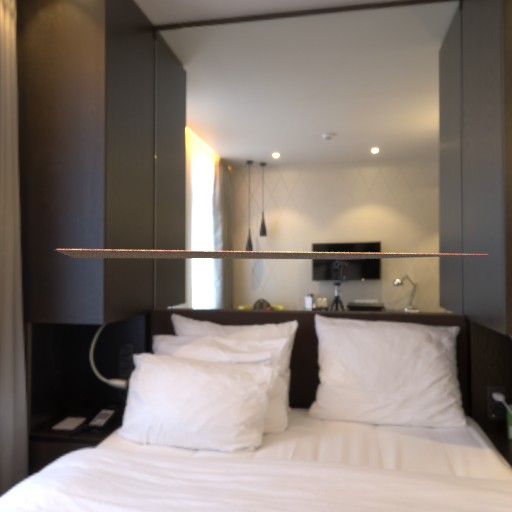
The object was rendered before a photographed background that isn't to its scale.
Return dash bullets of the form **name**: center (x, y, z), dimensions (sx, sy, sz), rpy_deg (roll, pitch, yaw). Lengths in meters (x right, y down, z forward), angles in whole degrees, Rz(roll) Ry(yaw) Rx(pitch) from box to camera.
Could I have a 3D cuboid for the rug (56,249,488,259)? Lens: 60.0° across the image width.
- **rug**: center (0.000, 0.000, 3.678), dimensions (2.896, 0.013, 2.007), rpy_deg (0, -1, -20)
